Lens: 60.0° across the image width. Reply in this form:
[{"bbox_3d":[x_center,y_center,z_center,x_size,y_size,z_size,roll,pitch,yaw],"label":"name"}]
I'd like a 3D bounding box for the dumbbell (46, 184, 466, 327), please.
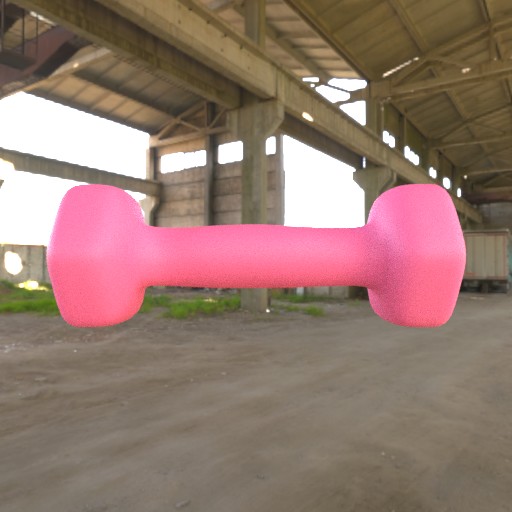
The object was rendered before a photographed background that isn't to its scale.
[{"bbox_3d":[0.000,0.000,0.170,0.146,0.053,0.058,0,-1,1],"label":"dumbbell"}]
